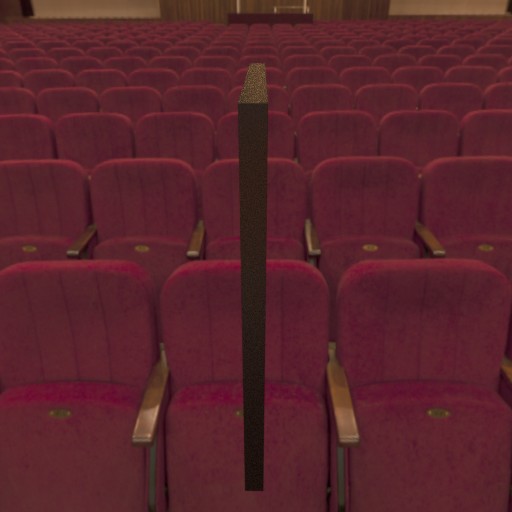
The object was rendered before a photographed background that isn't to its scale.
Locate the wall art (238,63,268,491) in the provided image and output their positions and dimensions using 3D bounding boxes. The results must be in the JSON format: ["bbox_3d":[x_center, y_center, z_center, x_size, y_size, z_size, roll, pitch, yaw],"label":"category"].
[{"bbox_3d":[0.000,0.000,0.738,0.028,0.557,0.457,0,28,1],"label":"wall art"}]
